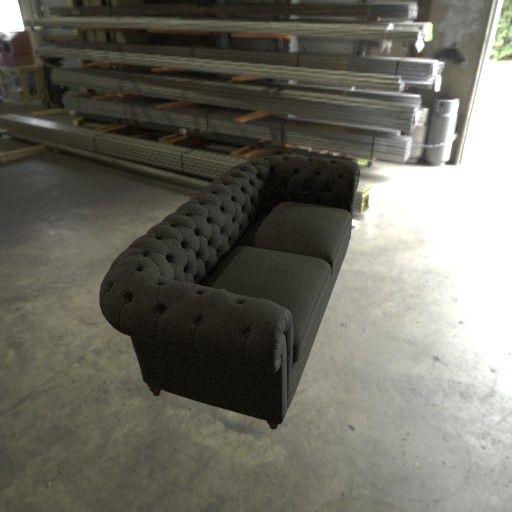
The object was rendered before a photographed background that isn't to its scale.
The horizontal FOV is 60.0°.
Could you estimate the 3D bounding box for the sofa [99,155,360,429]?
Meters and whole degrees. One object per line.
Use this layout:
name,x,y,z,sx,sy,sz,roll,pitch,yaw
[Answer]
sofa,0.000,0.000,2.845,0.991,0.762,2.362,9,30,17
